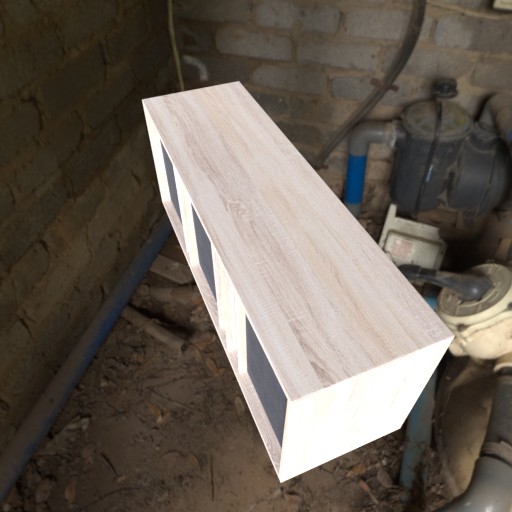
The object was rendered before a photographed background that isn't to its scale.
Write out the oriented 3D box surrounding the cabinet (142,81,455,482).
[{"bbox_3d":[0.000,0.000,1.959,0.500,0.780,1.650,-17,49,-15],"label":"cabinet"}]
